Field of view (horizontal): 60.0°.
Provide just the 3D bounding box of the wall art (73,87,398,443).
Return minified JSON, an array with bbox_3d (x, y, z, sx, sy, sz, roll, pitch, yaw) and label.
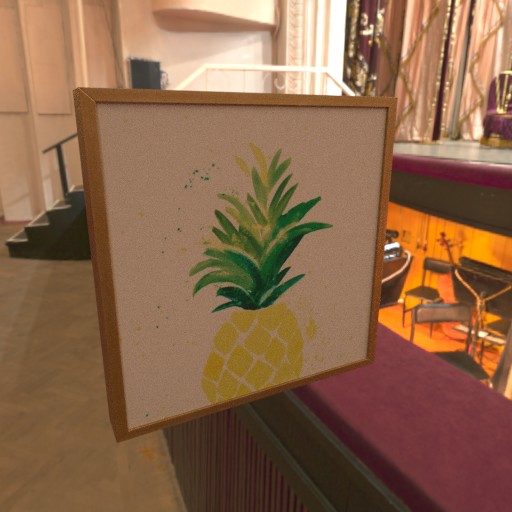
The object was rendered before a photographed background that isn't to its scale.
[{"bbox_3d":[0.000,0.000,0.444,0.306,0.305,0.038,-9,19,-26],"label":"wall art"}]
